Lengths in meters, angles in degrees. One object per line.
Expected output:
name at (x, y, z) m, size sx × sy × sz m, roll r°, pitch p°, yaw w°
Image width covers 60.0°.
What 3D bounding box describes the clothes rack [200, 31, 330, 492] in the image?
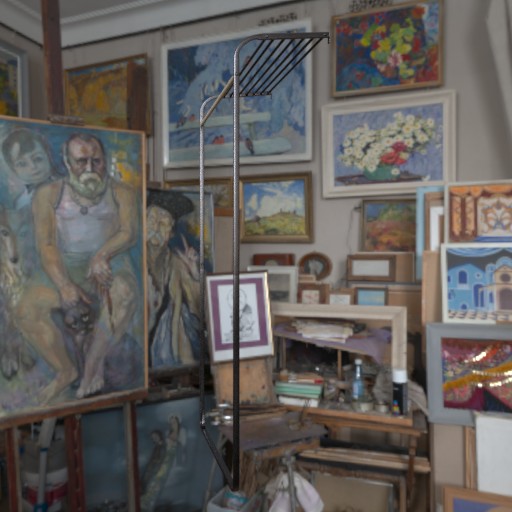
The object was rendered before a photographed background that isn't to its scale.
clothes rack at (0.000, 0.000, 1.791) m, size 0.349 × 1.574 × 0.609 m, roll 0°, pitch 1°, yaw -18°
